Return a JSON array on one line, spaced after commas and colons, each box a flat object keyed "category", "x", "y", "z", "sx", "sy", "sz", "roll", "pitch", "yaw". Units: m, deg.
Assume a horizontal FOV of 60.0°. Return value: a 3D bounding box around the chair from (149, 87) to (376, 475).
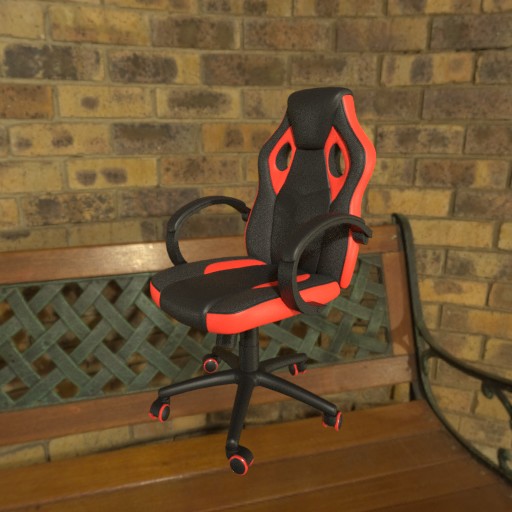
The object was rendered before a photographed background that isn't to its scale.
[{"category": "chair", "x": 0.000, "y": 0.000, "z": 1.373, "sx": 0.642, "sy": 1.016, "sz": 0.600, "roll": -15, "pitch": 21, "yaw": -43}]
